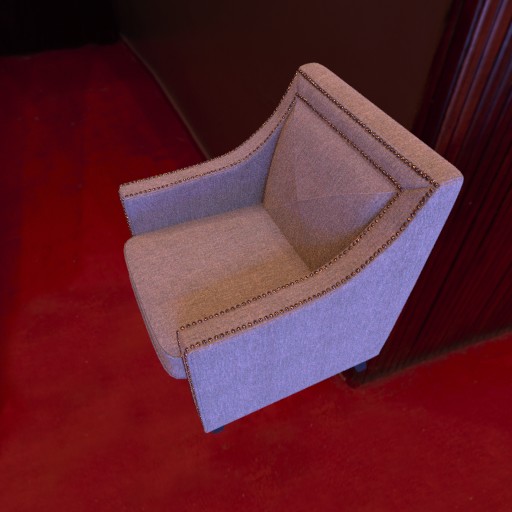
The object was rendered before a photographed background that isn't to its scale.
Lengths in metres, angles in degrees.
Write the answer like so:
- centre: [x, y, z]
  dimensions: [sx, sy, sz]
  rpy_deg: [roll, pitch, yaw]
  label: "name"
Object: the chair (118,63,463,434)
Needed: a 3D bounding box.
- centre: [0.000, 0.000, 1.609]
  dimensions: [0.884, 0.967, 0.776]
  rpy_deg: [-19, 50, -17]
  label: "chair"
